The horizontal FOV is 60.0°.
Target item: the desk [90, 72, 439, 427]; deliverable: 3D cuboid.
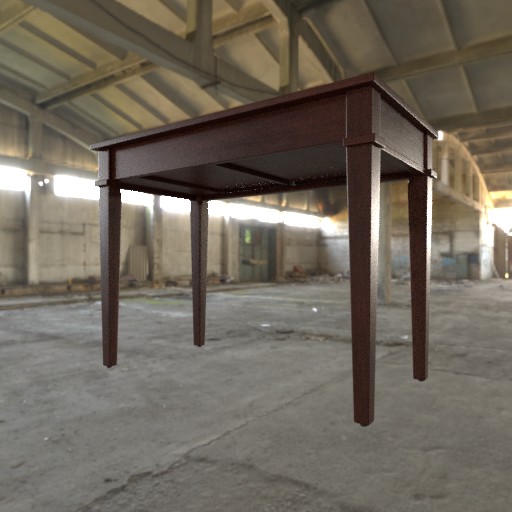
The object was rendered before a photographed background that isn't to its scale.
[{"bbox_3d":[0.000,0.000,1.438,1.001,0.762,0.549,0,-1,36],"label":"desk"}]
